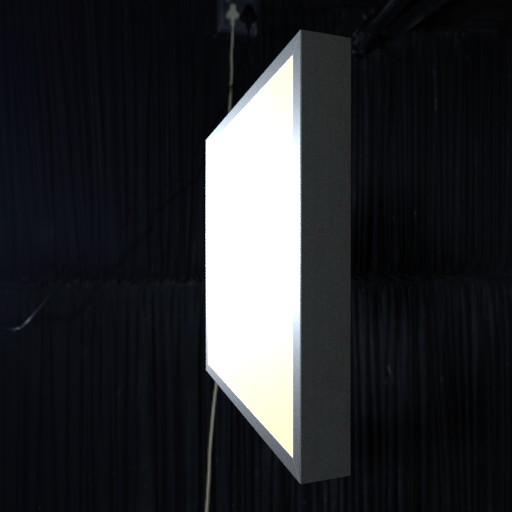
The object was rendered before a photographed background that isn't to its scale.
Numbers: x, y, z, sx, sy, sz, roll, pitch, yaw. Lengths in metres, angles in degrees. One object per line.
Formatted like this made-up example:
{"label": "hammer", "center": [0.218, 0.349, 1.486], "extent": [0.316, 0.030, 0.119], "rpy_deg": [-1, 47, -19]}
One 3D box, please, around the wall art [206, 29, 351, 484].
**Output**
{"label": "wall art", "center": [0.000, 0.000, 0.446], "extent": [0.038, 0.304, 0.304], "rpy_deg": [0, 0, -18]}
